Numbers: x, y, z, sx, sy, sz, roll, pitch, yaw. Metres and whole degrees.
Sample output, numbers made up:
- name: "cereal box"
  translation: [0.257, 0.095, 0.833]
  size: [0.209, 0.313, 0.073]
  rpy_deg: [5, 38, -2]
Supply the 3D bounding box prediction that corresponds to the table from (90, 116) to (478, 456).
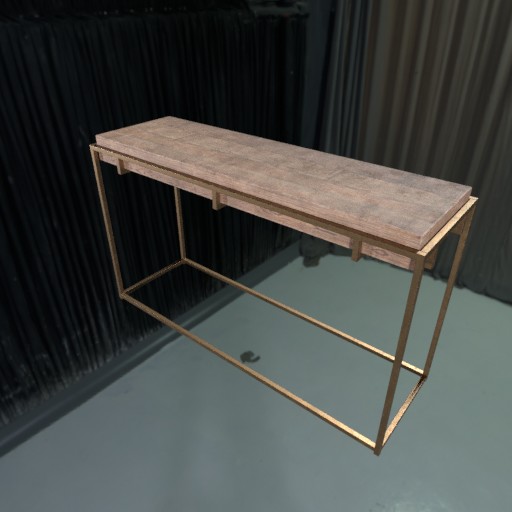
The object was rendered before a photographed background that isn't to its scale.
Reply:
- name: "table"
  translation: [0.000, 0.000, 1.783]
  size: [1.400, 0.820, 0.440]
  rpy_deg: [23, 38, 32]
